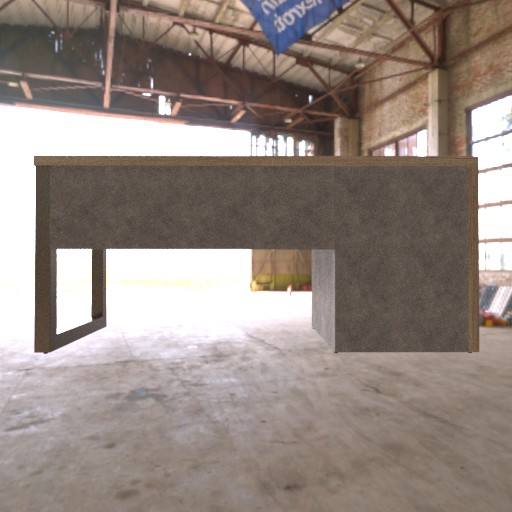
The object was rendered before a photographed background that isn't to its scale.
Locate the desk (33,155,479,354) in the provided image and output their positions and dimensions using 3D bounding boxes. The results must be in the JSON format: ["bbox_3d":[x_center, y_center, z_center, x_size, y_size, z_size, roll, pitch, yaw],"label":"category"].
[{"bbox_3d":[0.000,0.000,2.033,1.700,0.760,0.690,0,0,0],"label":"desk"}]
